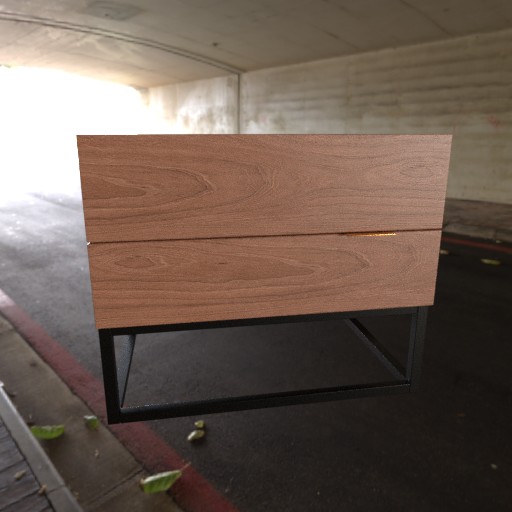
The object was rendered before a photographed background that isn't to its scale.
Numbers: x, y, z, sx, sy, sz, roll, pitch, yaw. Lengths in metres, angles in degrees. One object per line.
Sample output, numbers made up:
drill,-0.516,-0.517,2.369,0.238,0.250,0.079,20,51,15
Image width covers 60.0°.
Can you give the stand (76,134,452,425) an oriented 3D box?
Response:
stand,0.000,0.000,0.943,0.600,0.500,0.420,-3,16,-10
